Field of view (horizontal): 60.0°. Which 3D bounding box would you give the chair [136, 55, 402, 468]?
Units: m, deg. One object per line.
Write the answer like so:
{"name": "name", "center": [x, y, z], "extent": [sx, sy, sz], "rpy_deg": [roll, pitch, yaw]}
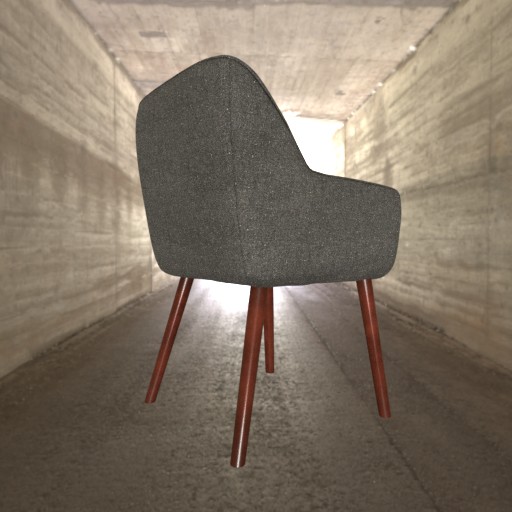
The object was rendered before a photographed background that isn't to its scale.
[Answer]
{"name": "chair", "center": [0.000, 0.000, 1.155], "extent": [0.519, 0.803, 0.543], "rpy_deg": [-1, 2, -37]}
